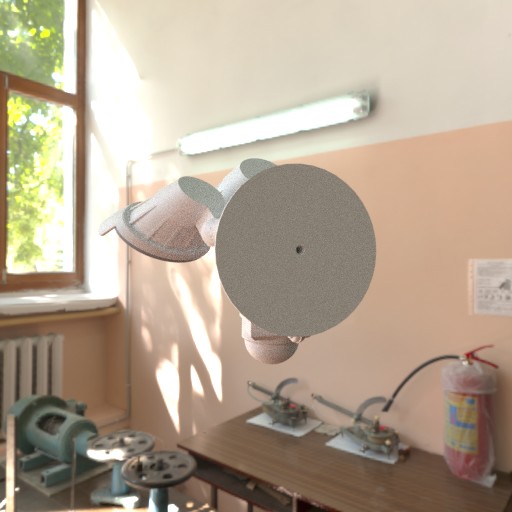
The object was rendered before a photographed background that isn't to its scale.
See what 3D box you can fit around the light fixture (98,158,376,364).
[{"bbox_3d":[0.000,0.000,0.542,0.369,0.237,0.278,0,-1,-17],"label":"light fixture"}]
